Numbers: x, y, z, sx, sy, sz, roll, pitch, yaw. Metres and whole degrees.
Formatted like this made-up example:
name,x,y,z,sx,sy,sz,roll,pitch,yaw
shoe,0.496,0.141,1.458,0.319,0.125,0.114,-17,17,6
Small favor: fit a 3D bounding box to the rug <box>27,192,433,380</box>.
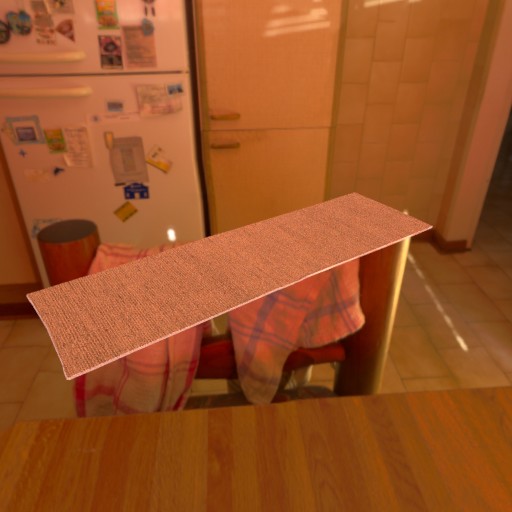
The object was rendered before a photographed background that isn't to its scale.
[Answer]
name,x,y,z,sx,sy,sz,roll,pitch,yaw
rug,0.000,0.000,2.544,2.320,0.032,0.692,-20,36,-29
